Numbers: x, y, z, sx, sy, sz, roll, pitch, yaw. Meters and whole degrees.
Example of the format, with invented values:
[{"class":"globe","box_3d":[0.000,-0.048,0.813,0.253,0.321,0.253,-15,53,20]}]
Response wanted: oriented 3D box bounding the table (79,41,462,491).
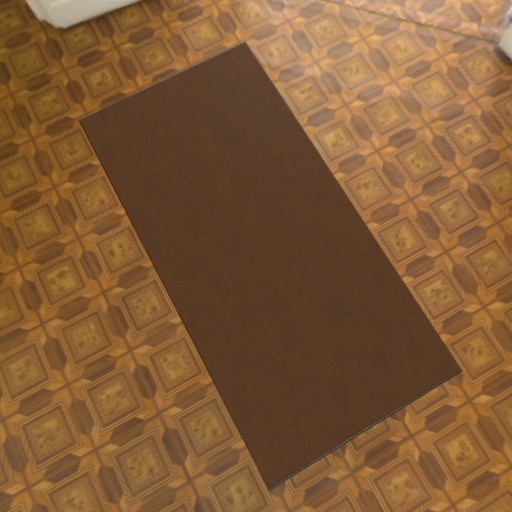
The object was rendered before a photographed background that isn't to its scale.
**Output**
[{"class":"table","box_3d":[0.000,0.000,1.494,0.594,0.459,1.197,-28,77,-7]}]
